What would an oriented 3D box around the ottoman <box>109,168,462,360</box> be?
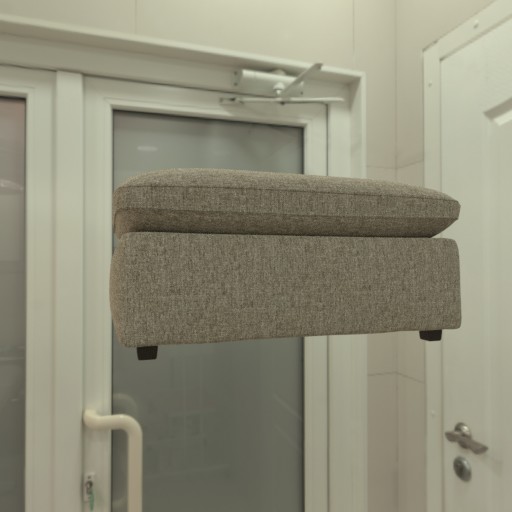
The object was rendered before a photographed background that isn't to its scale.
[{"bbox_3d":[0.000,0.000,1.650,1.035,0.526,1.039,0,-1,-18],"label":"ottoman"}]
